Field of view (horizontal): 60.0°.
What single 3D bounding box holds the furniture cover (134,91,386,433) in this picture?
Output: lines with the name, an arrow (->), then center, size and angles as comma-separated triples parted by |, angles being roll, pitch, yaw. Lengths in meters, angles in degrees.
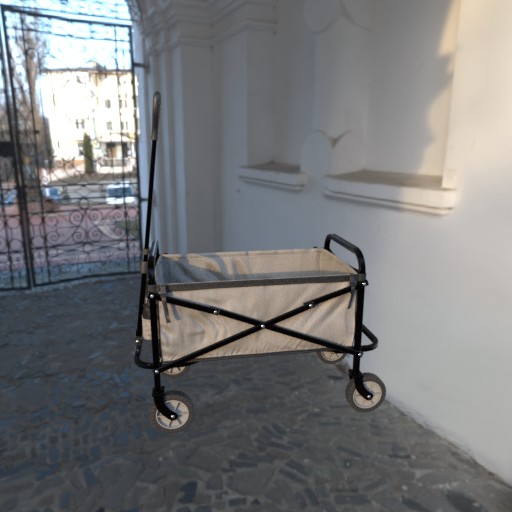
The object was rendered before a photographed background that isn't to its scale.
furniture cover -> 0.000, 0.000, 1.871 | 1.038, 1.295, 0.532 | -3, 15, -10
